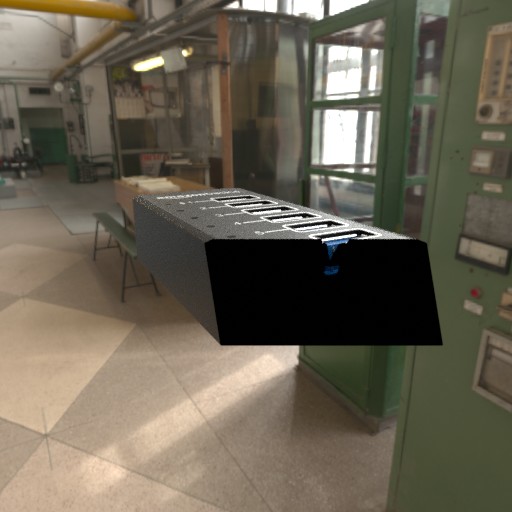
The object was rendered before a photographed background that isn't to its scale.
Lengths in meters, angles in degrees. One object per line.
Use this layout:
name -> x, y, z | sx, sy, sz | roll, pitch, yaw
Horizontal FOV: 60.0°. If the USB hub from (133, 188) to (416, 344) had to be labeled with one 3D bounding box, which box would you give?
USB hub -> 0.000, 0.000, 0.127 | 0.044, 0.023, 0.110 | -9, 19, -27
